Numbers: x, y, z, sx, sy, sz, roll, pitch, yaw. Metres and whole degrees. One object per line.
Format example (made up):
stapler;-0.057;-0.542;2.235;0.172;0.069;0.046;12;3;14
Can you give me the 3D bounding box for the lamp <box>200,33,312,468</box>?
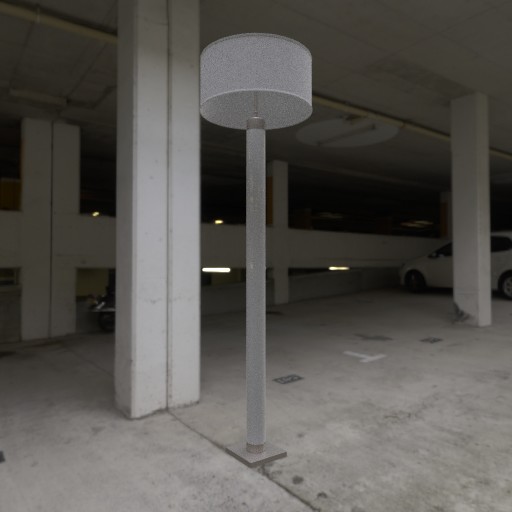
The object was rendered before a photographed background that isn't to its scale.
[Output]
lamp;0.000;0.000;1.651;0.420;1.475;0.420;1;-1;-36
